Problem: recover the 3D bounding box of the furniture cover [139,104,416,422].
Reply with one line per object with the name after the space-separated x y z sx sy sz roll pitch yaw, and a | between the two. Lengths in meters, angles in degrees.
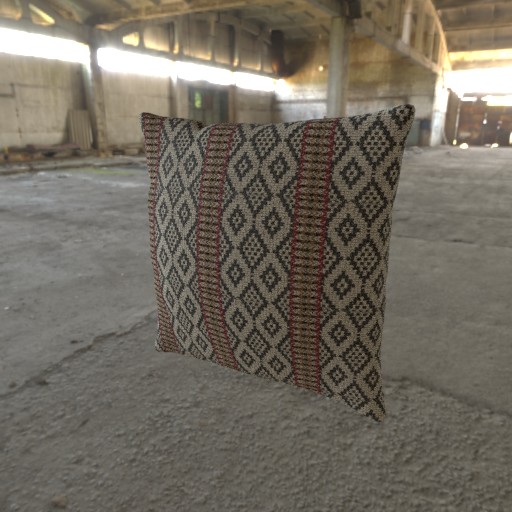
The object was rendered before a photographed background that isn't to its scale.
0.000 0.000 0.797 0.503 0.506 0.182 9 19 28 | furniture cover
